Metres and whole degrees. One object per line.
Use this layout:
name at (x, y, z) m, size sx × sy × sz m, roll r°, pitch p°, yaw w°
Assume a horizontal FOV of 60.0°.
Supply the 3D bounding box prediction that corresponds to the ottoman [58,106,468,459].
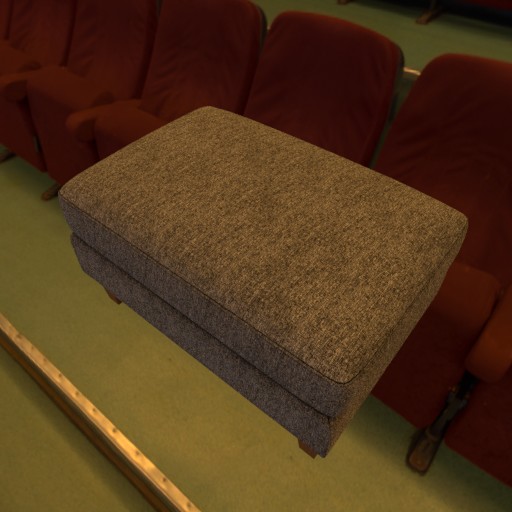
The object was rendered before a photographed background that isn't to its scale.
ottoman at (0.000, 0.000, 1.186) m, size 0.864 × 0.483 × 0.584 m, roll 31°, pitch 54°, yaw 26°
